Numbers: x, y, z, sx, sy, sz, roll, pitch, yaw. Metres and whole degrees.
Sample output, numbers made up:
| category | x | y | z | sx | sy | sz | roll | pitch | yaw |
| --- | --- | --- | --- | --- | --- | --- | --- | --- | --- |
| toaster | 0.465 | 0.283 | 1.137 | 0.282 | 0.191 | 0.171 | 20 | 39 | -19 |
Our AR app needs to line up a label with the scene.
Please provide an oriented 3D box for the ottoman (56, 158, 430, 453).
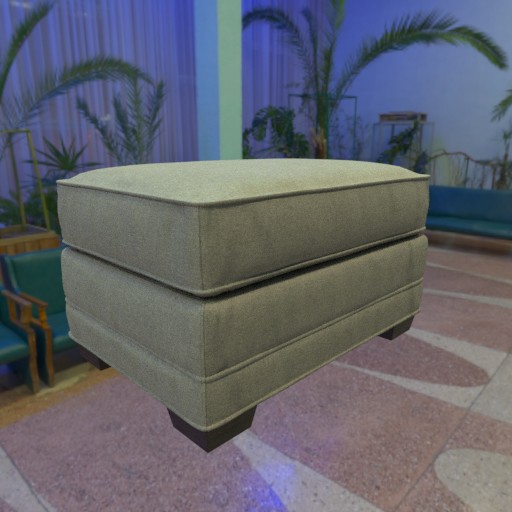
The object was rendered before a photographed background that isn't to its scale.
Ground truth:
| category | x | y | z | sx | sy | sz | roll | pitch | yaw |
| --- | --- | --- | --- | --- | --- | --- | --- | --- | --- |
| ottoman | 0.000 | 0.000 | 1.202 | 0.848 | 0.508 | 0.611 | -14 | 20 | -43 |
